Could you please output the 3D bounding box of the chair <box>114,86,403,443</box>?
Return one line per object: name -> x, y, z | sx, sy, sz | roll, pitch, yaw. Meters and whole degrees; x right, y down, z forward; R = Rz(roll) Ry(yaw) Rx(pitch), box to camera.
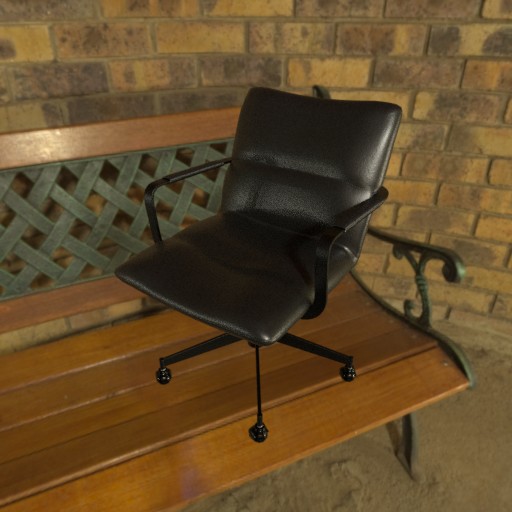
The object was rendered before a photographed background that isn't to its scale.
chair -> 0.000, 0.000, 1.458 | 0.719, 0.922, 0.748 | 19, 35, 29
